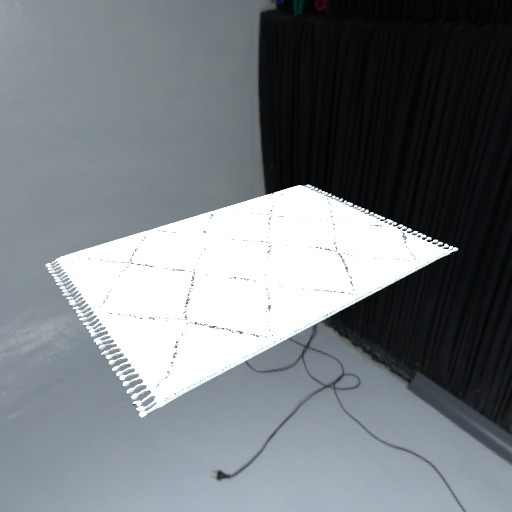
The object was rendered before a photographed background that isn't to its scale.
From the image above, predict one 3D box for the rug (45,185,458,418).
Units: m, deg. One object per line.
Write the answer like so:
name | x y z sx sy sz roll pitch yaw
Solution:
rug | 0.000 0.000 2.917 2.307 0.031 1.494 -21 37 -31
